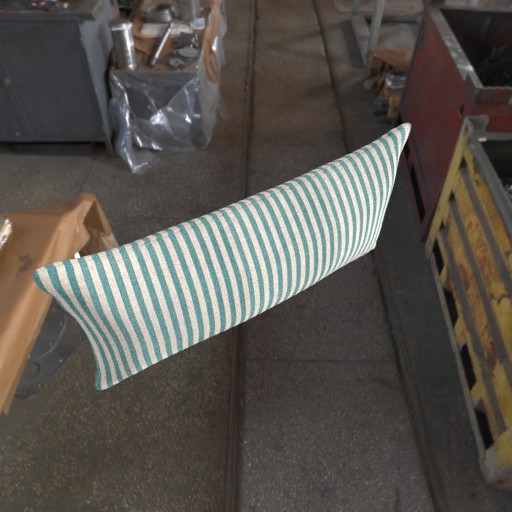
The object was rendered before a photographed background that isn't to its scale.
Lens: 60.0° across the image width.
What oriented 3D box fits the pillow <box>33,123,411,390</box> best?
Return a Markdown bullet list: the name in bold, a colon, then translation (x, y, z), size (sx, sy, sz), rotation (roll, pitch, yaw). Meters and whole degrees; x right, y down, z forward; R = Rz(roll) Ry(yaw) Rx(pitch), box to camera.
- **pillow**: translation (0.000, 0.000, 0.731), size (0.617, 0.295, 0.151), rotation (-25, 51, -22)
